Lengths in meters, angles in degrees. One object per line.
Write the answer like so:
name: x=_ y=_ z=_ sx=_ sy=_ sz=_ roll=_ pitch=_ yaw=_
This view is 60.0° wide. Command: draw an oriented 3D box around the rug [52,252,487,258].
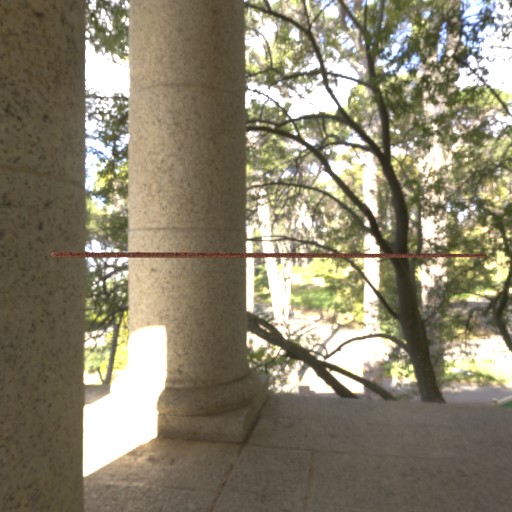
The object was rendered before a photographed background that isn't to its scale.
rug: x=0.000 y=0.000 z=2.314 sx=1.829 sy=0.016 sz=1.219 roll=0 pitch=0 yaw=-19
